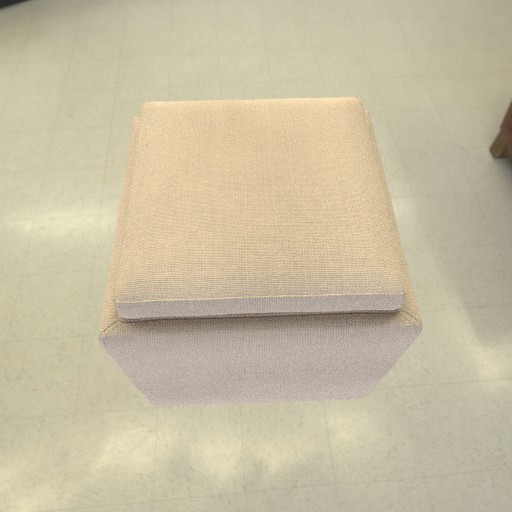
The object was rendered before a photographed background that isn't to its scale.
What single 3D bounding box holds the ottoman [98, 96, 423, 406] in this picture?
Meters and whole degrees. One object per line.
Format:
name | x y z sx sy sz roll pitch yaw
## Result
ottoman | 0.000 0.000 0.831 0.450 0.460 0.451 -2 58 -1
